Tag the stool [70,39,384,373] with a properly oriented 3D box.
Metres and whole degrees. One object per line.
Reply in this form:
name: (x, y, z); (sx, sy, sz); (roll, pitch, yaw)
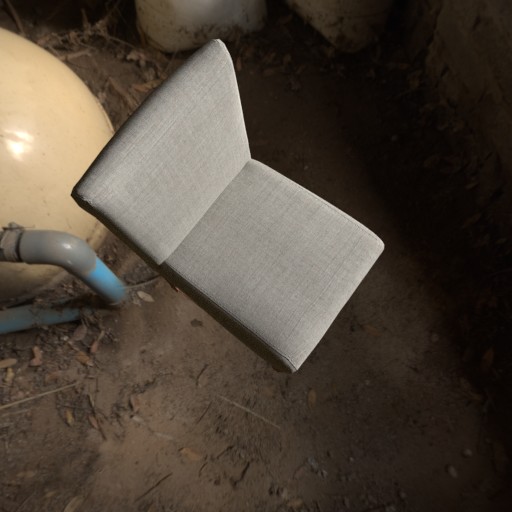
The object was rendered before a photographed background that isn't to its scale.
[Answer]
stool: (0.000, 0.000, 1.303); (0.567, 1.039, 0.454); (36, 78, 9)
